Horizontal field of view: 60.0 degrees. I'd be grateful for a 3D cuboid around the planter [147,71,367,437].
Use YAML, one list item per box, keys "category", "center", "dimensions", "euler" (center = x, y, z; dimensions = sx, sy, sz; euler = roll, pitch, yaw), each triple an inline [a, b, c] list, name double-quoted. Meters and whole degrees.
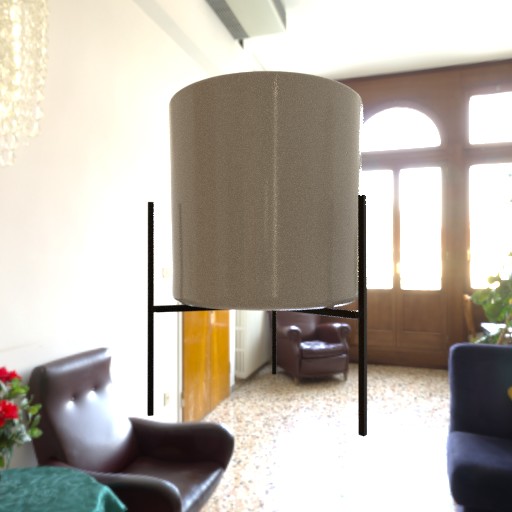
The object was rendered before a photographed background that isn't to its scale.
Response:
- category: "planter"
  center: [0.000, 0.000, 0.646]
  dimensions: [0.308, 0.431, 0.307]
  euler: [0, 0, -18]
